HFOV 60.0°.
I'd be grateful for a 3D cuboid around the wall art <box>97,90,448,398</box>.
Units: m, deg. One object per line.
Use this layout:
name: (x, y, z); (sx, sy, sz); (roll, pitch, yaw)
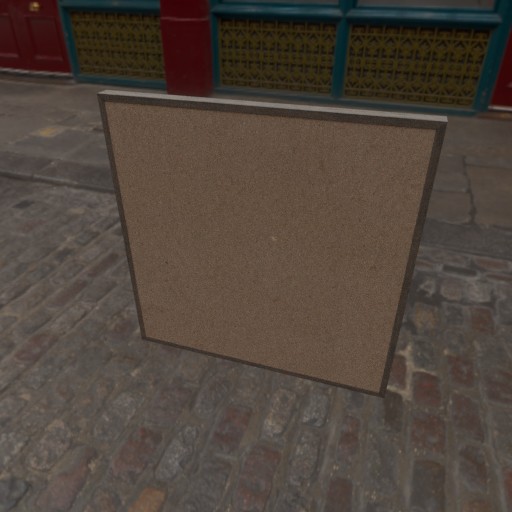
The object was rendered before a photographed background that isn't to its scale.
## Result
wall art: (0.000, 0.000, 1.142); (0.762, 0.762, 0.038); (10, 34, 15)
